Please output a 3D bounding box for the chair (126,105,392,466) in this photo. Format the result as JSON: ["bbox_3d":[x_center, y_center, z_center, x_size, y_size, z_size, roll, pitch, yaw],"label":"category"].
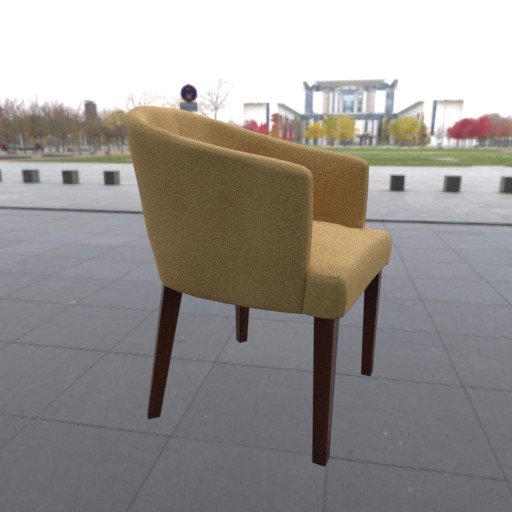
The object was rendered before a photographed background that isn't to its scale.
[{"bbox_3d":[0.000,0.000,1.241,0.655,0.811,0.583,7,16,25],"label":"chair"}]
